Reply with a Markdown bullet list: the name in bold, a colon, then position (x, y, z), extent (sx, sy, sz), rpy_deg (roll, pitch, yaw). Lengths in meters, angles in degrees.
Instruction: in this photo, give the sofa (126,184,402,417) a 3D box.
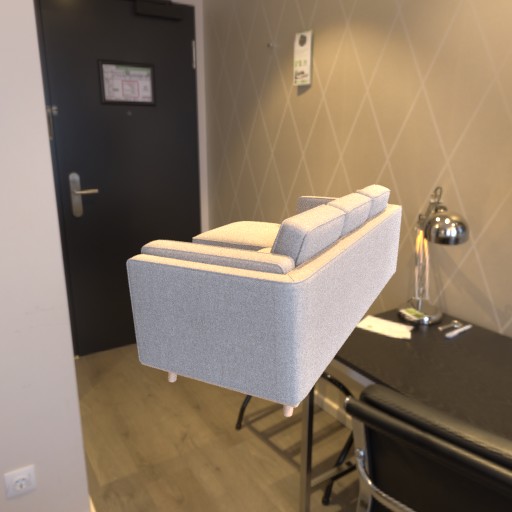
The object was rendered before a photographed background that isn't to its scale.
- **sofa**: position (0.000, 0.000, 3.158), extent (1.604, 0.929, 2.411), rpy_deg (7, 16, 26)
